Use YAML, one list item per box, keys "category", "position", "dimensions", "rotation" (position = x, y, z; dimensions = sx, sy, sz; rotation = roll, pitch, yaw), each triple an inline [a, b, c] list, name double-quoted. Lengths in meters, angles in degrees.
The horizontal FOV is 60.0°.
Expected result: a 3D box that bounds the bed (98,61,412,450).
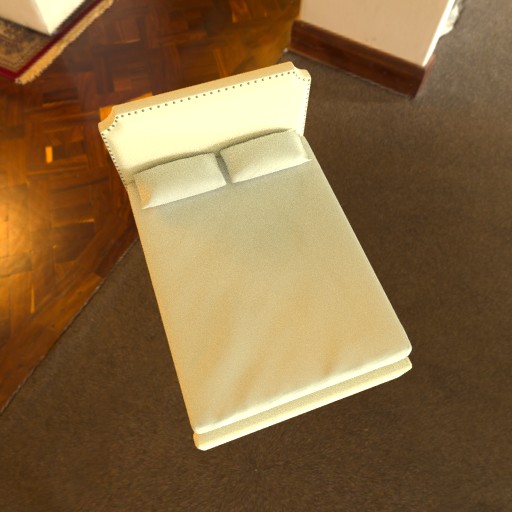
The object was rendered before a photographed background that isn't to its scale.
- category: "bed"
  position: [0.000, 0.000, 3.471]
  dimensions: [1.703, 1.415, 2.329]
  rotation: [-18, 66, -8]
